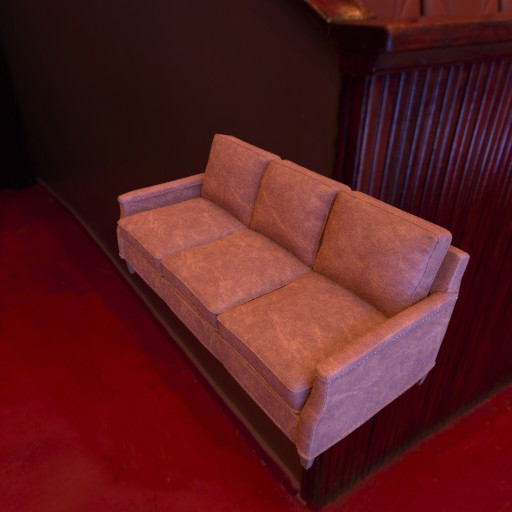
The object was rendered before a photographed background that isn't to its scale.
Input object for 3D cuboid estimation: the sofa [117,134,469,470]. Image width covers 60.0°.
[{"bbox_3d":[0.000,0.000,2.860,1.084,1.003,2.246,-22,38,-30],"label":"sofa"}]
